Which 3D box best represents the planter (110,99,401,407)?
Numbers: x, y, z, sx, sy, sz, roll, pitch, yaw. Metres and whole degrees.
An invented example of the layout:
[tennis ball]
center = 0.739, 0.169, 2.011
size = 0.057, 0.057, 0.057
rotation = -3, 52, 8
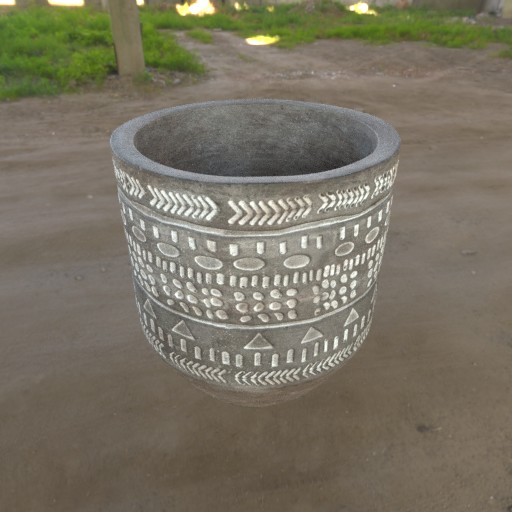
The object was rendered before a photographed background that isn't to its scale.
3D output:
[planter]
center = 0.000, 0.000, 0.223
size = 0.122, 0.128, 0.122
rotation = 0, 32, 0
